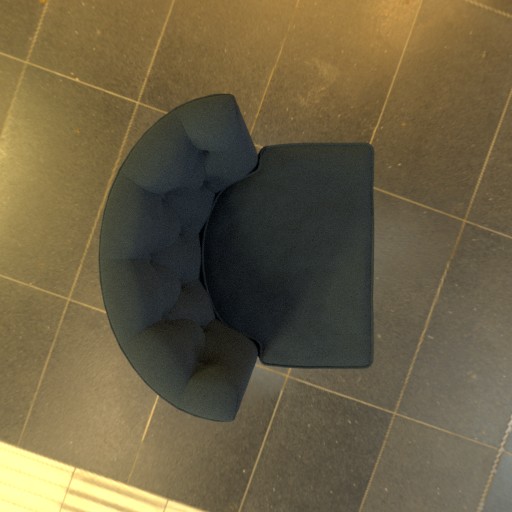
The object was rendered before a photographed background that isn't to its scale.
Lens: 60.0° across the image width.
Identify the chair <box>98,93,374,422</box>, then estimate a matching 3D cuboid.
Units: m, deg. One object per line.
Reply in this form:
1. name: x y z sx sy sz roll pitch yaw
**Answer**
1. chair: 0.000 0.000 1.348 0.718 0.771 0.740 0 91 -1
